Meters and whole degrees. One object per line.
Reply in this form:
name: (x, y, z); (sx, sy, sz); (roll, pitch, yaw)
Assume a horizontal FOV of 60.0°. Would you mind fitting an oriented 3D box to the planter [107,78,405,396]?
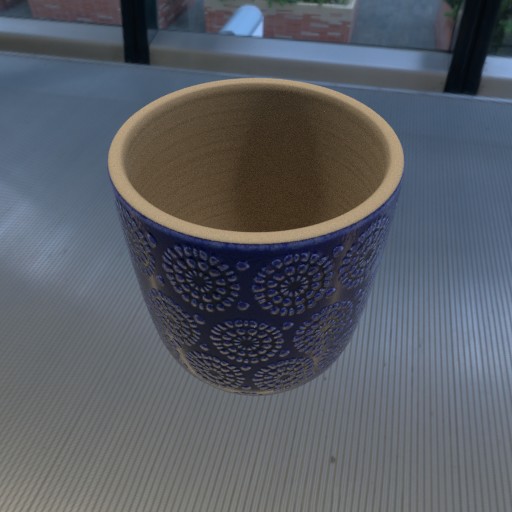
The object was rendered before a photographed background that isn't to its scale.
planter: (0.000, 0.000, 0.349); (0.184, 0.206, 0.184); (0, 46, 0)
